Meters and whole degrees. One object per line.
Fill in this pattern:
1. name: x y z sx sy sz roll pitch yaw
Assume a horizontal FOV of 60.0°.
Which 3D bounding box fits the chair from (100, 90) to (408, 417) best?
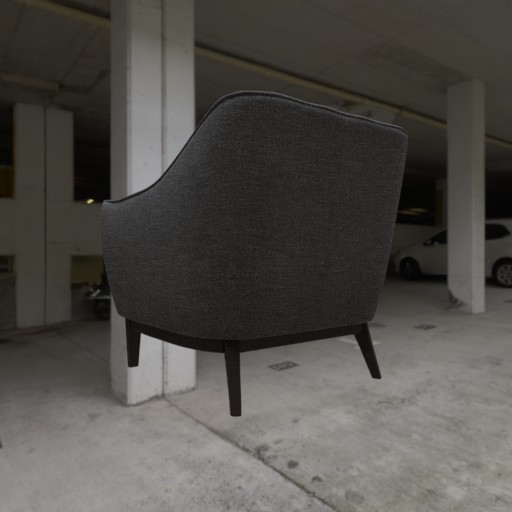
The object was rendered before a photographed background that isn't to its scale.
1. chair: 0.000 0.000 1.575 0.870 0.829 0.851 0 1 -36
